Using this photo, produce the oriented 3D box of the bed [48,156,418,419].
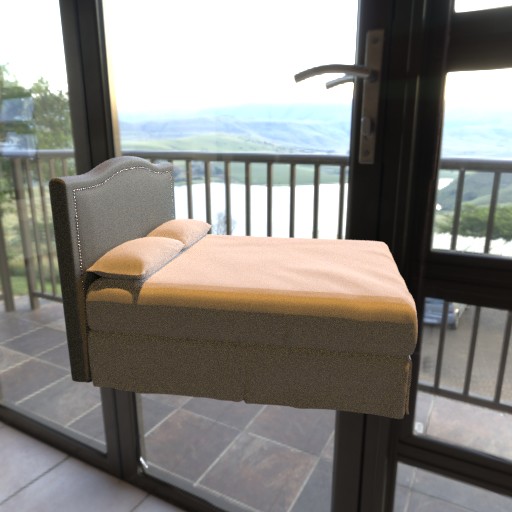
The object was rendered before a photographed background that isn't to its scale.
[{"bbox_3d":[0.000,0.000,3.348,2.143,1.460,1.753,3,15,10],"label":"bed"}]
